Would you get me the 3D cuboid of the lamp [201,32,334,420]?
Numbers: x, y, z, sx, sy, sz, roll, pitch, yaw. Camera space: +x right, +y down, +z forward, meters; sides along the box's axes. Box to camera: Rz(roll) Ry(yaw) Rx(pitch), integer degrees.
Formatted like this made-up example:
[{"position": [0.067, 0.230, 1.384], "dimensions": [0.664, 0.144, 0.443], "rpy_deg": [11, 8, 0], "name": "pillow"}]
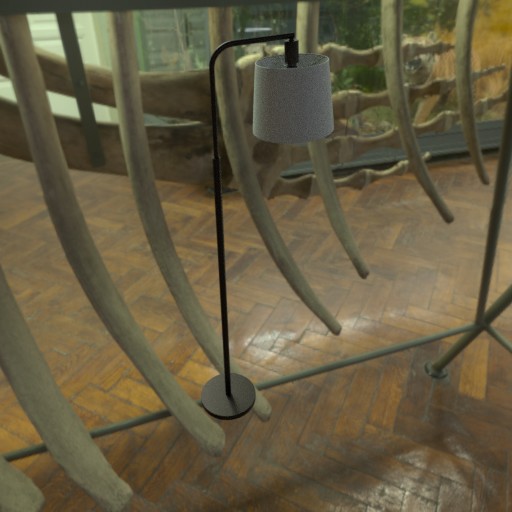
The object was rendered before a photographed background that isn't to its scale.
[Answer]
[{"position": [0.000, 0.000, 1.639], "dimensions": [0.508, 1.478, 0.254], "rpy_deg": [-10, 35, -15], "name": "lamp"}]
